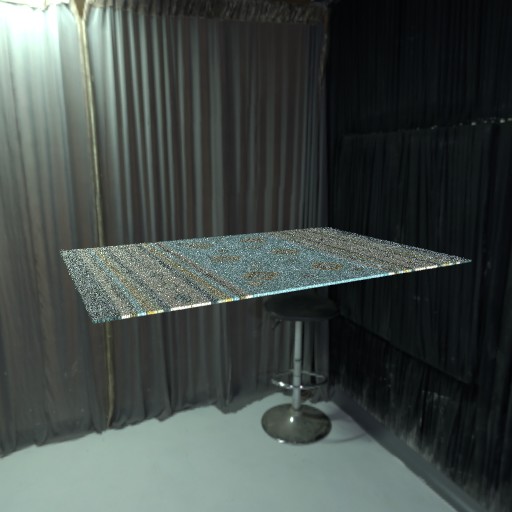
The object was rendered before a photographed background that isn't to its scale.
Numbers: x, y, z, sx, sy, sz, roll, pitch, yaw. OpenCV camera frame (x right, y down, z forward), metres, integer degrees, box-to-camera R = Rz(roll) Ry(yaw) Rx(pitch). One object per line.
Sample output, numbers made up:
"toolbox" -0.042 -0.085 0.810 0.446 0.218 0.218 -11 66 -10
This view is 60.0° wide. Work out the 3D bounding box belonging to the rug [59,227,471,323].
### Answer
"rug" 0.000 0.000 2.337 1.811 0.010 1.212 -7 14 -27
